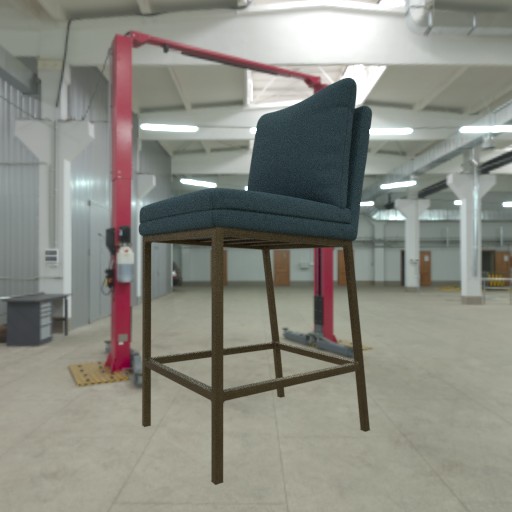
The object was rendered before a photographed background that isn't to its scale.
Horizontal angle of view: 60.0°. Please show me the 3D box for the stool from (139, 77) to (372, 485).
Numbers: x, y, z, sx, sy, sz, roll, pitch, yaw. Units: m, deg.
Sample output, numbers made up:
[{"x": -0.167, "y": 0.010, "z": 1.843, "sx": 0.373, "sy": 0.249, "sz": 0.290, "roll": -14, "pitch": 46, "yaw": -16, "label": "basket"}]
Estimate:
[{"x": 0.000, "y": 0.000, "z": 1.334, "sx": 0.568, "sy": 1.032, "sz": 0.463, "roll": 0, "pitch": -1, "yaw": -35, "label": "stool"}]
